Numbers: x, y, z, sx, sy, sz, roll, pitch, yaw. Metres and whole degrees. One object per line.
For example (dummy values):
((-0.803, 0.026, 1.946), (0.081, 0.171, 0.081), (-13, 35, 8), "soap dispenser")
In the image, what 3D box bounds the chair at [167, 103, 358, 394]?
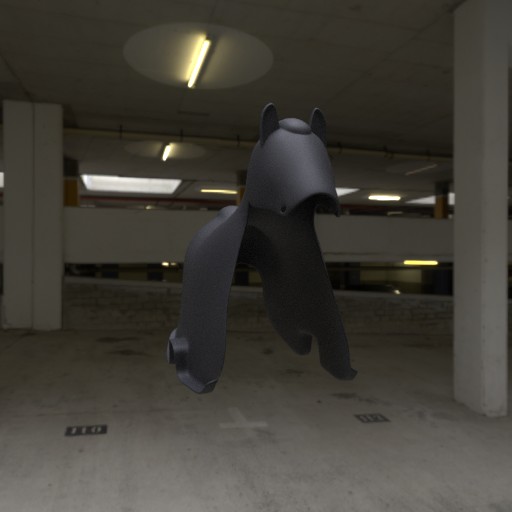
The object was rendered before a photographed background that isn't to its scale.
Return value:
((0.000, 0.000, 1.158), (0.429, 0.612, 0.800), (0, 0, -17), "chair")
